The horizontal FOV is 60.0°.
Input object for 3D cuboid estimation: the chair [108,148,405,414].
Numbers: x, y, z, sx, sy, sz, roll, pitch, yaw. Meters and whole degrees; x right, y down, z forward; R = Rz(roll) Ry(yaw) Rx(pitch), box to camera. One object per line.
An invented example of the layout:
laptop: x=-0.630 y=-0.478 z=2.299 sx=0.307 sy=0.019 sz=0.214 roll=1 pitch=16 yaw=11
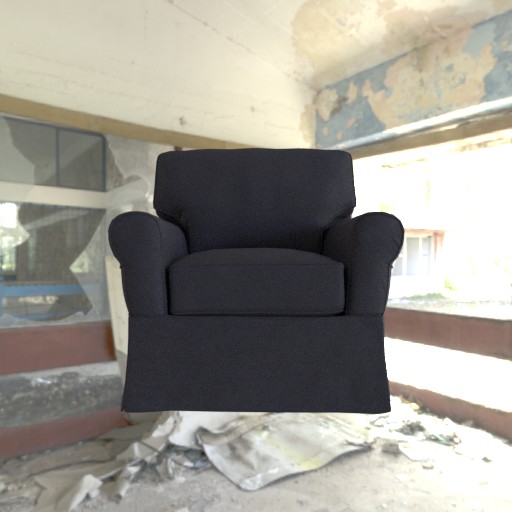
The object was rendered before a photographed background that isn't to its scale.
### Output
chair: x=0.000 y=0.000 z=2.017 sx=1.119 sy=1.140 sz=1.002 roll=0 pitch=-1 yaw=0
